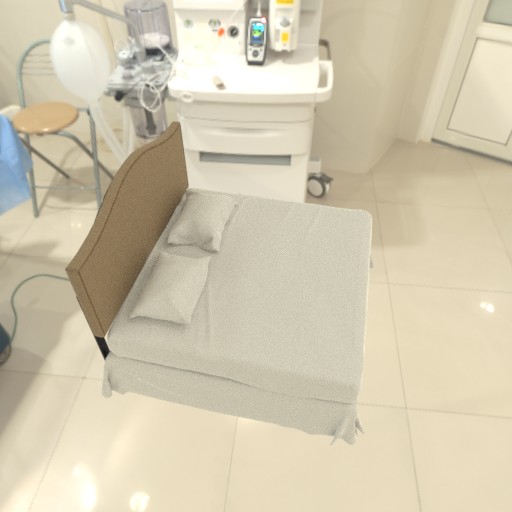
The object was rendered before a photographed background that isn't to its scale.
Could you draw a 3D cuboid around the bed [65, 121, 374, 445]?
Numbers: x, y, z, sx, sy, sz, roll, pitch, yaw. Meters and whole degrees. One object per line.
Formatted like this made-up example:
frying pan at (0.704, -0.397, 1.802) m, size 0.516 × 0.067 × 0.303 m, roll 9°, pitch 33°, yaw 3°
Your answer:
bed at (0.000, 0.000, 3.821) m, size 2.222 × 1.651 × 2.311 m, roll 9°, pitch 46°, yaw 9°
